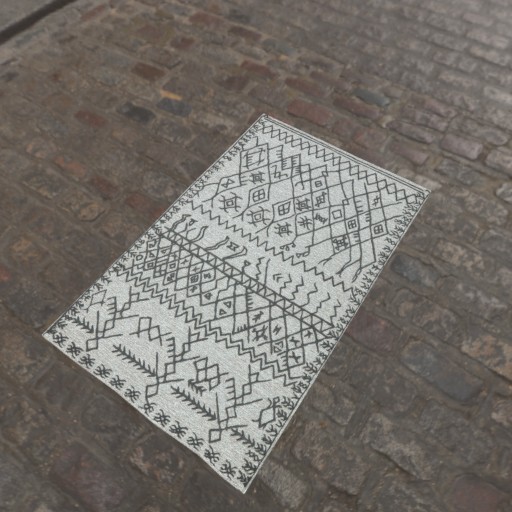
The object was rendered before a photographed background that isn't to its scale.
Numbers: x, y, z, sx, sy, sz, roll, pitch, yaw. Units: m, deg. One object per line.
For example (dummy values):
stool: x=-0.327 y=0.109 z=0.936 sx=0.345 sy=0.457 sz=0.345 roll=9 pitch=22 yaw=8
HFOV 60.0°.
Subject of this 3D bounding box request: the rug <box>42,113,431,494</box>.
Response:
rug: x=0.000 y=0.000 z=4.744 sx=2.393 sy=0.019 sz=3.824 roll=30 pitch=63 yaw=17
